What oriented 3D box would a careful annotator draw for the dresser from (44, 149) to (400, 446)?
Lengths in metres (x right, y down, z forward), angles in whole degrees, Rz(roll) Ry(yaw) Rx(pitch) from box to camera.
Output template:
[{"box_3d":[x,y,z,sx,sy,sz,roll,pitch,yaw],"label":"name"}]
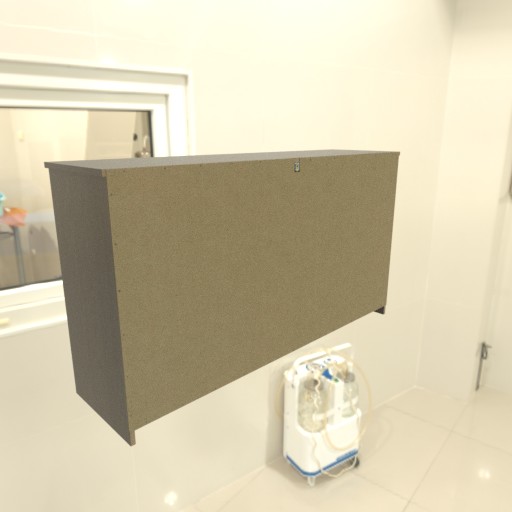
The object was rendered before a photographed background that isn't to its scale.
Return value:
[{"box_3d":[0.000,0.000,1.706,1.360,0.755,0.401,-15,21,-42],"label":"dresser"}]
